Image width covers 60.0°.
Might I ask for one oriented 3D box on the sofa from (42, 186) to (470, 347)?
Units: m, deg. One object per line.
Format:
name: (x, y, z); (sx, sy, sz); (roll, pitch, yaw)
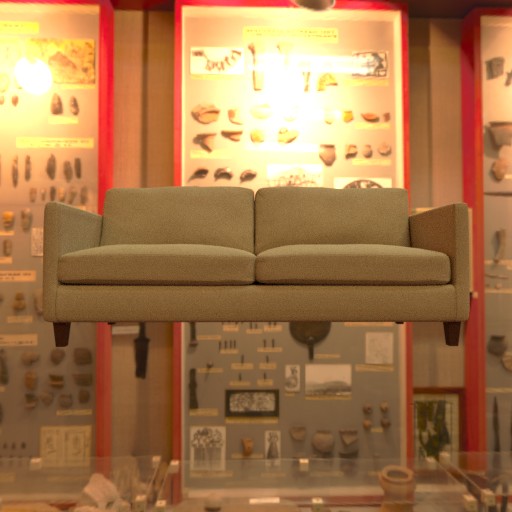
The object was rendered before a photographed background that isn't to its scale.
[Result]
sofa: (0.000, 0.000, 2.681); (2.181, 0.932, 0.948); (0, -1, -1)
